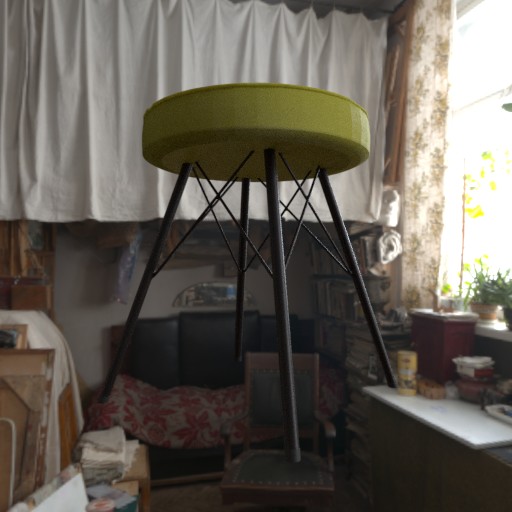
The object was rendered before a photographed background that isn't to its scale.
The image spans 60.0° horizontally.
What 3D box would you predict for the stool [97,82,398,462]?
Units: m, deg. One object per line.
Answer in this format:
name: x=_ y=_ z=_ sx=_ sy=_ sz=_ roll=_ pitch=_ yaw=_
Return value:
stool: x=0.000 y=0.000 z=0.817 sx=0.409 sy=0.508 sz=0.409 roll=0 pitch=-1 yaw=35
